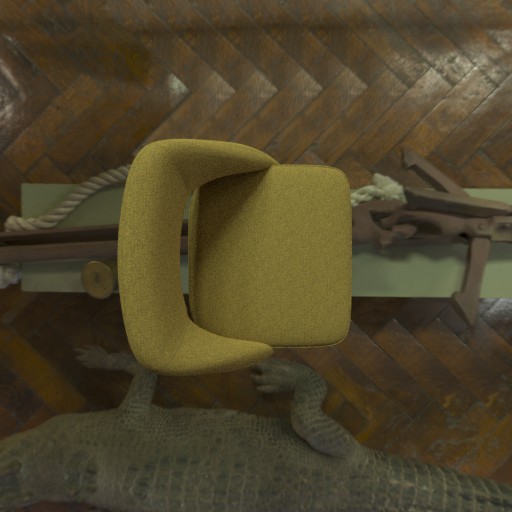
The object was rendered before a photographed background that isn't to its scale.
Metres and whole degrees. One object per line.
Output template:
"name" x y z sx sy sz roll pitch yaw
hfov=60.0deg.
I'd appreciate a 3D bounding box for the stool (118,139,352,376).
"stool" 0.000 0.000 1.275 0.522 0.939 0.536 0 91 0
